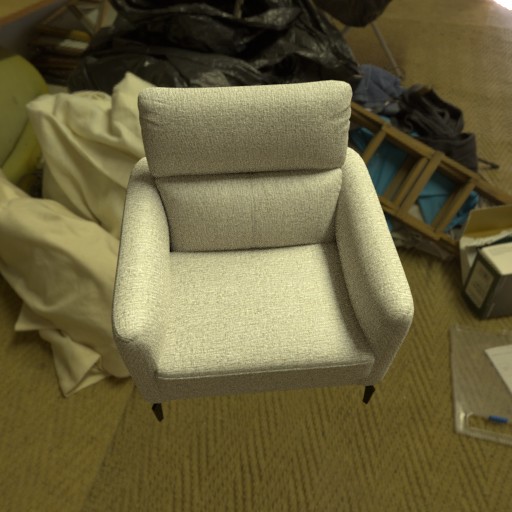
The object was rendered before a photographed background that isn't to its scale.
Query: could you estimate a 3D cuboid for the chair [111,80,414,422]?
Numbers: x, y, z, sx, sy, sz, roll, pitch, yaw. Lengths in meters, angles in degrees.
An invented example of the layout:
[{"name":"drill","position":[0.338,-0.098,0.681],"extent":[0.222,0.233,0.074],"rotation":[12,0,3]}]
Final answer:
[{"name":"chair","position":[0.000,0.000,1.640],"extent":[0.972,0.967,0.835],"rotation":[-4,48,-3]}]
